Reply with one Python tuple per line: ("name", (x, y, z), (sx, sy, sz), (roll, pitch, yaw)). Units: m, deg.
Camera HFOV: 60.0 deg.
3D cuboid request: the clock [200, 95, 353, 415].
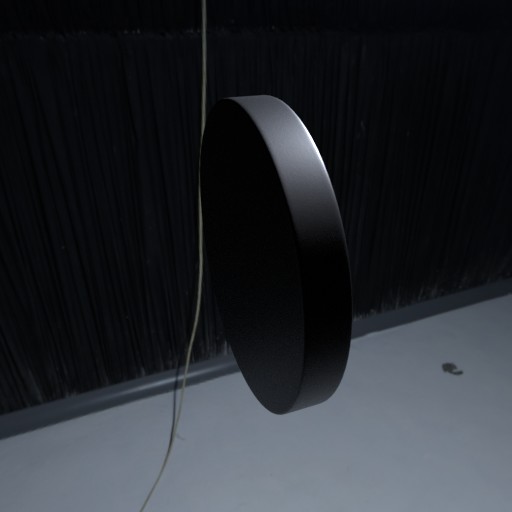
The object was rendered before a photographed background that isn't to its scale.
("clock", (0.000, 0.000, 0.462), (0.040, 0.314, 0.314), (-10, 32, -17))
